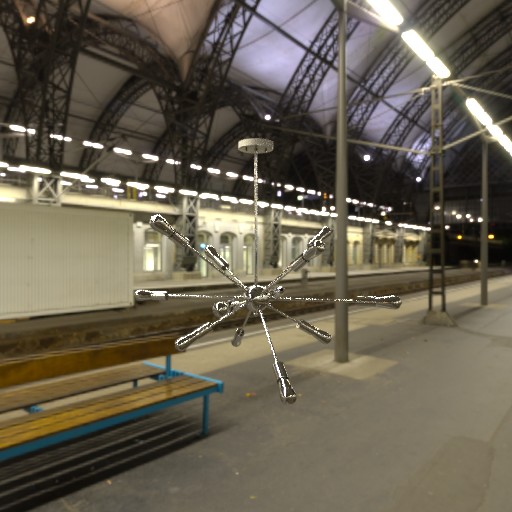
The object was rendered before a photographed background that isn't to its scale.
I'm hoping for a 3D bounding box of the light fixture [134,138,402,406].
[{"bbox_3d":[0.000,0.000,1.095,0.684,0.558,0.509,0,0,17],"label":"light fixture"}]
